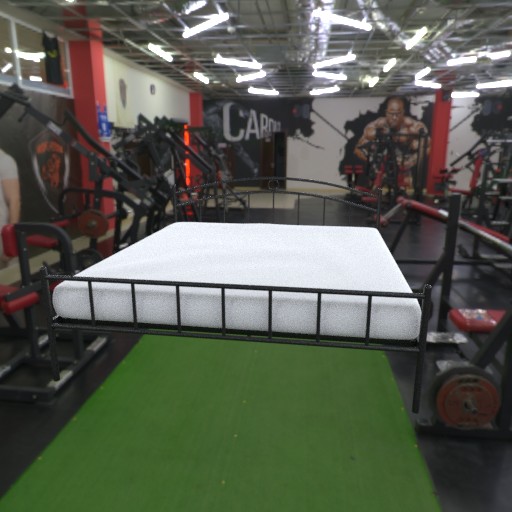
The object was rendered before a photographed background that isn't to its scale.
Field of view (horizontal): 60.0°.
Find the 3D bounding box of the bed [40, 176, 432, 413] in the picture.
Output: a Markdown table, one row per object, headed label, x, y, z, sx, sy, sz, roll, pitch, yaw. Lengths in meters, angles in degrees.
| label | x | y | z | sx | sy | sz | roll | pitch | yaw |
| --- | --- | --- | --- | --- | --- | --- | --- | --- | --- |
| bed | 0.000 | 0.000 | 3.084 | 1.880 | 0.940 | 2.040 | 2 | 15 | 9 |
